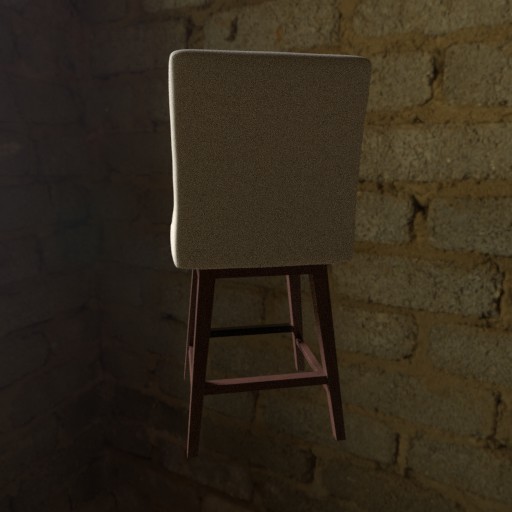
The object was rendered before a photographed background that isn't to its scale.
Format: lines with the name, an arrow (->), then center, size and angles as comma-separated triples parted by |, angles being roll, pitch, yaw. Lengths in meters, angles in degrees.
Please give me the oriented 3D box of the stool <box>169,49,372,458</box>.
stool -> 0.000, 0.000, 1.279 | 0.483, 0.991, 0.559 | -2, 13, -10
